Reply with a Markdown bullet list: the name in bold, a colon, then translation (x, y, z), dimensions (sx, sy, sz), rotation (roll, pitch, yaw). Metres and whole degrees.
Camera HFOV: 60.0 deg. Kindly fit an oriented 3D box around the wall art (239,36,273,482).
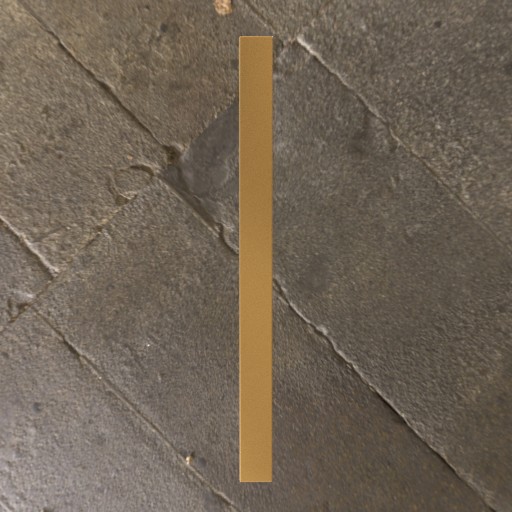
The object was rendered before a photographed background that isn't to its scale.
- **wall art**: translation (0.000, 0.000, 0.456), dimensions (0.023, 0.305, 0.305), rotation (0, 92, 0)
